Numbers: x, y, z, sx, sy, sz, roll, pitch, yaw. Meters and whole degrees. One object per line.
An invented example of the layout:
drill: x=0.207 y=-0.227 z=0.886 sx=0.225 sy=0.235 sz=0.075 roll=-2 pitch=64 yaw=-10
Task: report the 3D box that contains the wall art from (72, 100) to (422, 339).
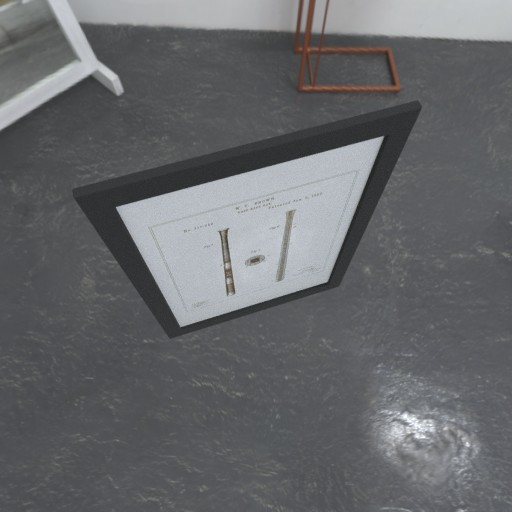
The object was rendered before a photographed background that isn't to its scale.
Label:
wall art: x=0.000 y=0.000 z=0.694 sx=0.374 sy=0.529 sz=0.012 roll=-16 pitch=66 yaw=-8
